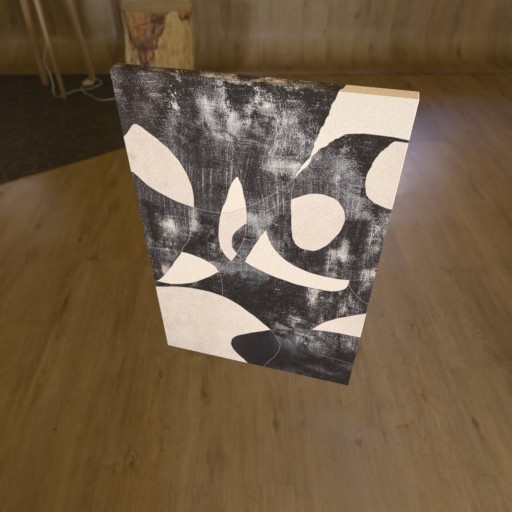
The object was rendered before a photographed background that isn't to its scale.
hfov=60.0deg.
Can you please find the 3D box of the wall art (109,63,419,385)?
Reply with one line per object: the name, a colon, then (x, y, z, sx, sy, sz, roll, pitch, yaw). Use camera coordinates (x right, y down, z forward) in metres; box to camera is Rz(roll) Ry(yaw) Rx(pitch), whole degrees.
wall art: (0.000, 0.000, 1.162, 0.610, 0.915, 0.041, 10, 42, 11)
